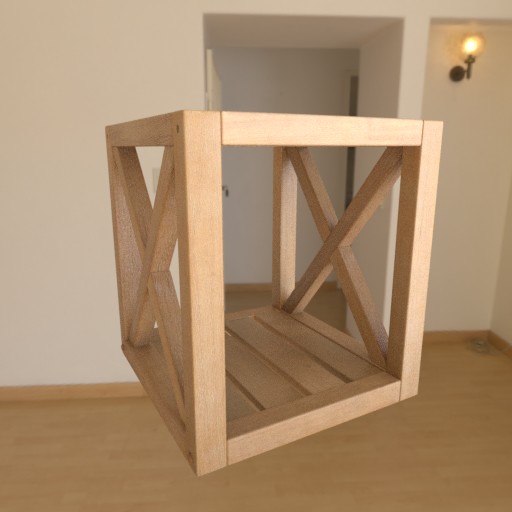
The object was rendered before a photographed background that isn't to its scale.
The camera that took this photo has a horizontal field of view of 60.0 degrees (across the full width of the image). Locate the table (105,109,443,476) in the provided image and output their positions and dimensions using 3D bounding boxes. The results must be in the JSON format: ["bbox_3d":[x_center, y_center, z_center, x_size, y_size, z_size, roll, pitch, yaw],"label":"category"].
[{"bbox_3d":[0.000,0.000,1.061,0.558,0.610,0.559,-8,16,-28],"label":"table"}]
